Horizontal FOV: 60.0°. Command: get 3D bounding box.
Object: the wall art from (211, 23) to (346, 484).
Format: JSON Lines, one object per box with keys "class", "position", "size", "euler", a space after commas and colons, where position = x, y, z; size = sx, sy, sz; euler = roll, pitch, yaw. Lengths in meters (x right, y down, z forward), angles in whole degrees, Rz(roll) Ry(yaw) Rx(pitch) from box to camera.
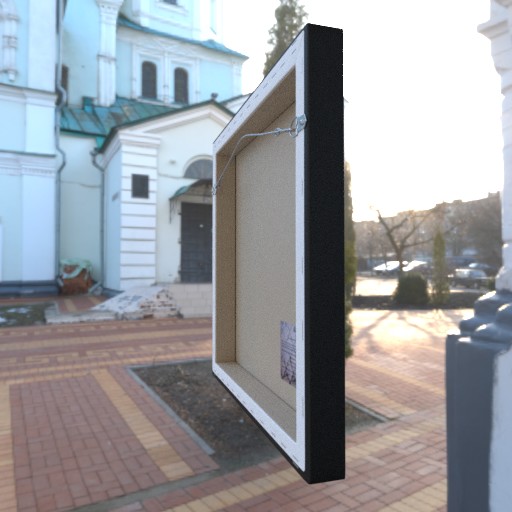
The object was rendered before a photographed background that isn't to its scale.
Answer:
{"class": "wall art", "position": [0.000, 0.000, 0.584], "size": [0.041, 0.407, 0.406], "euler": [0, -1, -17]}
